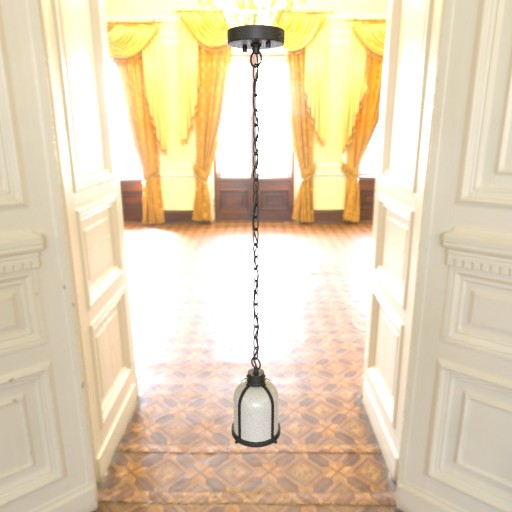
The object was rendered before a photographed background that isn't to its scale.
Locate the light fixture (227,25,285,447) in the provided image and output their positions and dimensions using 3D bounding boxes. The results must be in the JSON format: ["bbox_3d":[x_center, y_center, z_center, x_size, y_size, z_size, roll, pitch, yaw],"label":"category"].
[{"bbox_3d":[0.000,0.000,1.281,0.178,1.181,0.178,15,22,43],"label":"light fixture"}]
